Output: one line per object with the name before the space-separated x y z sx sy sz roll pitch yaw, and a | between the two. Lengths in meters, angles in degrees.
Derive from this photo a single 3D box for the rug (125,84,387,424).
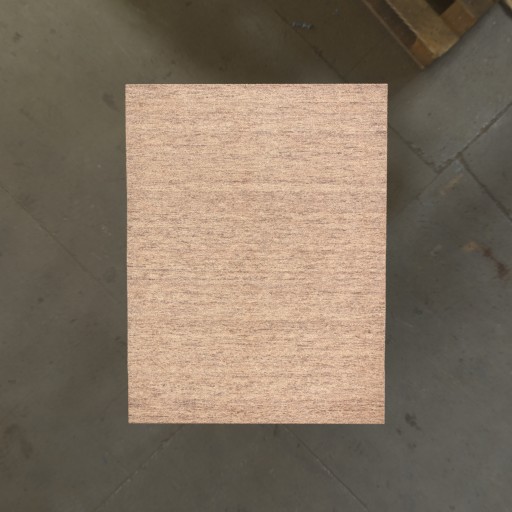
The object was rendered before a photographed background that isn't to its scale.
rug | 0.000 0.000 4.186 2.448 0.013 3.205 0 92 0
